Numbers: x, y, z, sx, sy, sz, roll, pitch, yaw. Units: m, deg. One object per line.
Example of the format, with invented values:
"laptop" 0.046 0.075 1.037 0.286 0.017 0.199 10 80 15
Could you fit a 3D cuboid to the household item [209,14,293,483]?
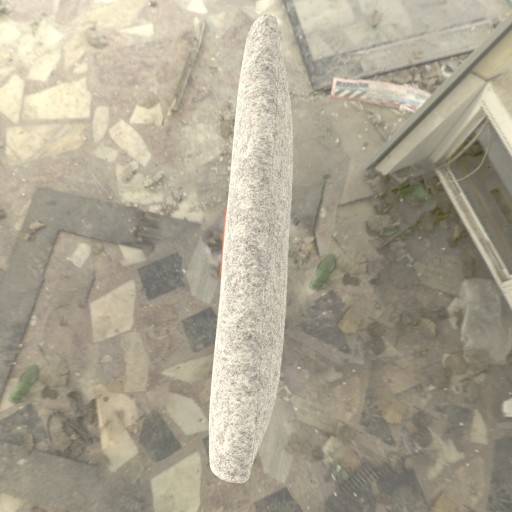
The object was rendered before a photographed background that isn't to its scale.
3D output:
"household item" 0.000 0.000 0.412 0.057 0.221 0.335 4 76 1
